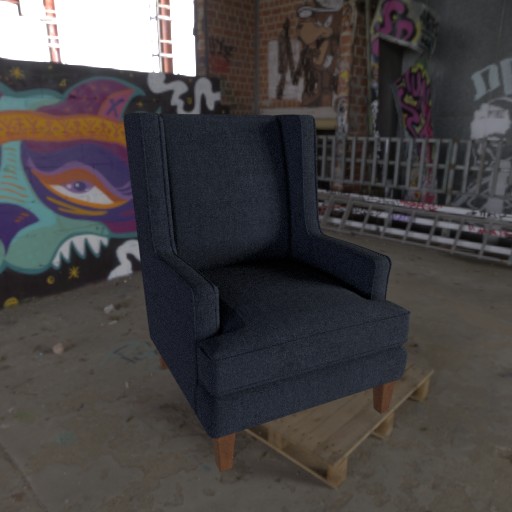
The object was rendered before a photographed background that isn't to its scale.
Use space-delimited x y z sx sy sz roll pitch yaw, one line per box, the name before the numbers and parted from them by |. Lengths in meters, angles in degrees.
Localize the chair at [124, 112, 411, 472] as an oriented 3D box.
chair | 0.000 0.000 1.728 0.764 1.072 0.947 -8 18 -25
